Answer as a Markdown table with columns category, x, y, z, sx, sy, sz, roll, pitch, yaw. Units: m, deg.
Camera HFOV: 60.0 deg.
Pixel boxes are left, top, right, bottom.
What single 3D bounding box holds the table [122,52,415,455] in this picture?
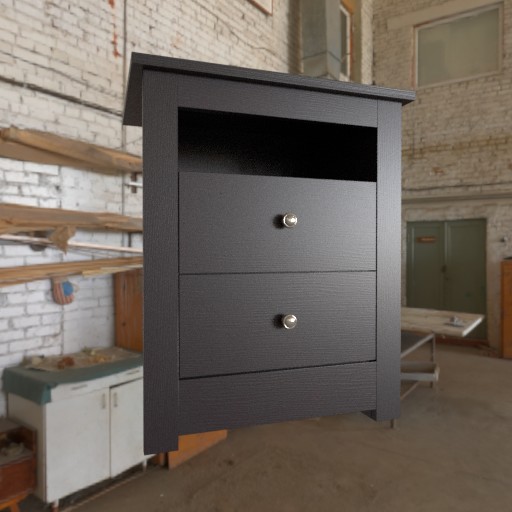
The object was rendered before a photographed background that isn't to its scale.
| category | x | y | z | sx | sy | sz | roll | pitch | yaw |
| --- | --- | --- | --- | --- | --- | --- | --- | --- | --- |
| table | 0.000 | 0.000 | 1.051 | 0.589 | 0.711 | 0.408 | 0 | 1 | -19 |
